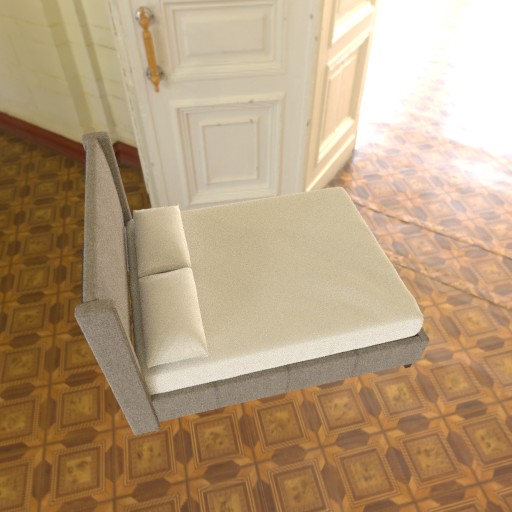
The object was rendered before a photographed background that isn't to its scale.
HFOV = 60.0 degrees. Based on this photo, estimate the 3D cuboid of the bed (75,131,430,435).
[{"bbox_3d":[0.000,0.000,3.431,2.245,1.481,1.714,-10,47,-10],"label":"bed"}]
